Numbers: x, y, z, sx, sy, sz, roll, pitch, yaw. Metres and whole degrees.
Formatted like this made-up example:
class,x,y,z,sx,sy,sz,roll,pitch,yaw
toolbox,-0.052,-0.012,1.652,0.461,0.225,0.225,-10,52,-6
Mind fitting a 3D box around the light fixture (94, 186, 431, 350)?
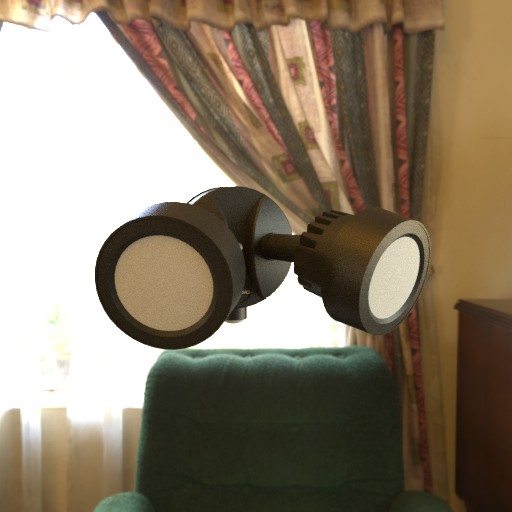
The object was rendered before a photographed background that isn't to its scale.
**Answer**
class,x,y,z,sx,sy,sz,roll,pitch,yaw
light fixture,0.000,0.000,0.317,0.213,0.120,0.168,-1,2,-17
